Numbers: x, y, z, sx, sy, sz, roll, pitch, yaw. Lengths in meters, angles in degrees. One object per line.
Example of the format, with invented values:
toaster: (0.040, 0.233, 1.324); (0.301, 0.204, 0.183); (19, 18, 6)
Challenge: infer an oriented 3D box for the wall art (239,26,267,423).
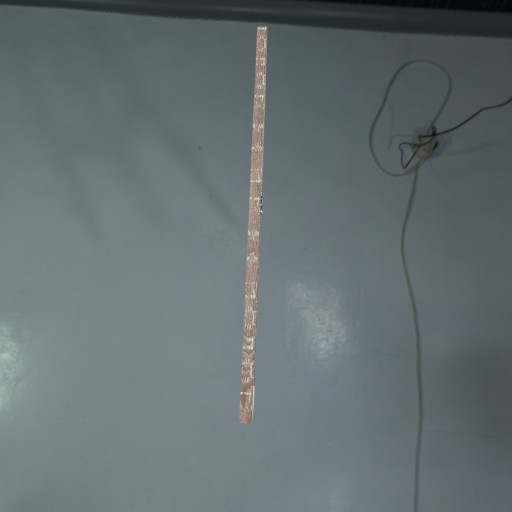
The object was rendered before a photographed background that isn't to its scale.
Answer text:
wall art: (0.000, 0.000, 0.590); (0.012, 0.384, 0.384); (2, 75, 1)
